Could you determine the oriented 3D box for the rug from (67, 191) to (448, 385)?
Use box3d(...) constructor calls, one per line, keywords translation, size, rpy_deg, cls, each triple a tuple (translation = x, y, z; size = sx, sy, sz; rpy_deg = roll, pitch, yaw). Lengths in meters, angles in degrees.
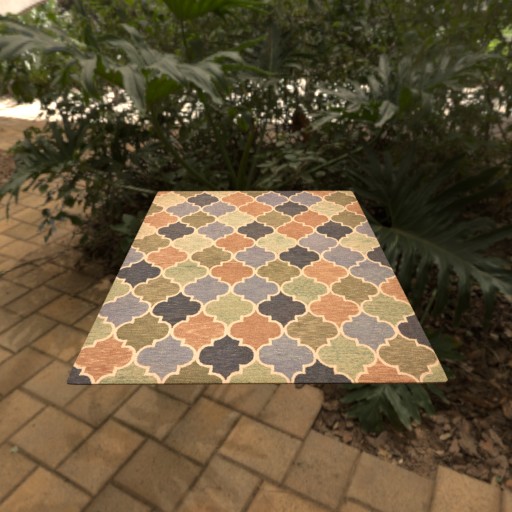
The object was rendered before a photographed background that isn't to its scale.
box3d(translation=(0.000, 0.000, 4.191), size=(2.439, 0.013, 3.200), rpy_deg=(0, 30, 0), cls="rug")
